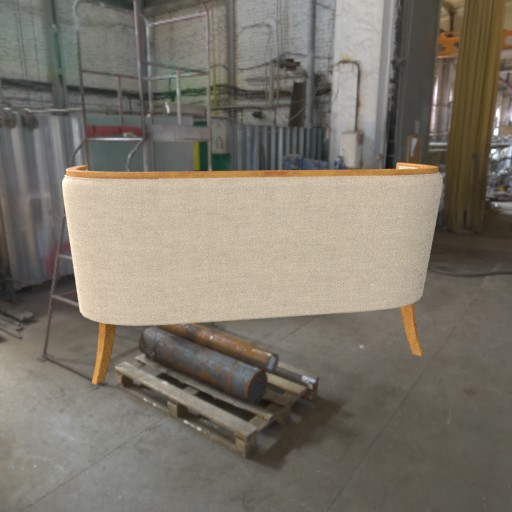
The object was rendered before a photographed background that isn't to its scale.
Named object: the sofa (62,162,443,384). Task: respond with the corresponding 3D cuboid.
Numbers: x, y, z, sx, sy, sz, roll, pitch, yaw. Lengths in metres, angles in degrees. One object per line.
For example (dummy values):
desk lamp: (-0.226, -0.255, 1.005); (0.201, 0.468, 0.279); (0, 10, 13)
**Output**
sofa: (0.000, 0.000, 1.932); (1.474, 0.775, 0.770); (-3, 15, -10)
